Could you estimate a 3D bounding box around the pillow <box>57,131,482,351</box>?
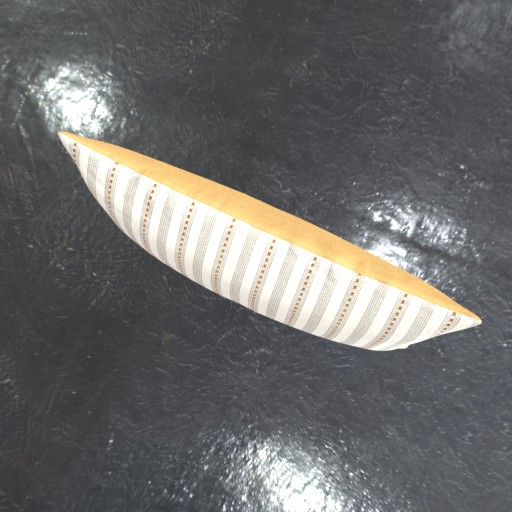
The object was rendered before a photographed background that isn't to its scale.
[{"bbox_3d":[0.000,0.000,0.709,0.608,0.291,0.151,25,75,7],"label":"pillow"}]
